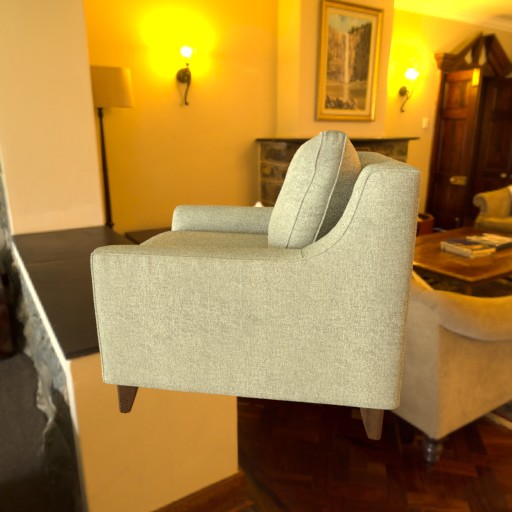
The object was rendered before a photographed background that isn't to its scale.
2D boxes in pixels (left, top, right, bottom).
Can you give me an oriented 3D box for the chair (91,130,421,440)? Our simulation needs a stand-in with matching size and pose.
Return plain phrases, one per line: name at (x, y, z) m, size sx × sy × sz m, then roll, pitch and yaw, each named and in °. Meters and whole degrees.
chair at (0.000, 0.000, 1.586) m, size 0.918 × 0.864 × 0.838 m, roll 2°, pitch 16°, yaw 8°
